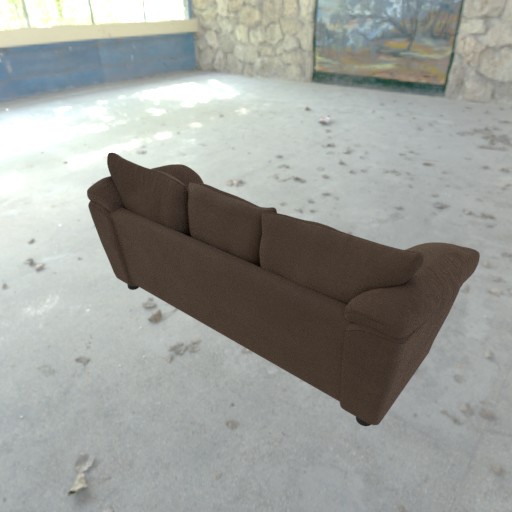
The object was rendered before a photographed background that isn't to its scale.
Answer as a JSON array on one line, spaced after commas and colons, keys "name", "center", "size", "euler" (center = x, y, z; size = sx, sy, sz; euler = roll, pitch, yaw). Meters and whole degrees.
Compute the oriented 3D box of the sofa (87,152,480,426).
[{"name": "sofa", "center": [0.000, 0.000, 2.768], "size": [2.336, 1.015, 0.878], "euler": [23, 37, 33]}]
